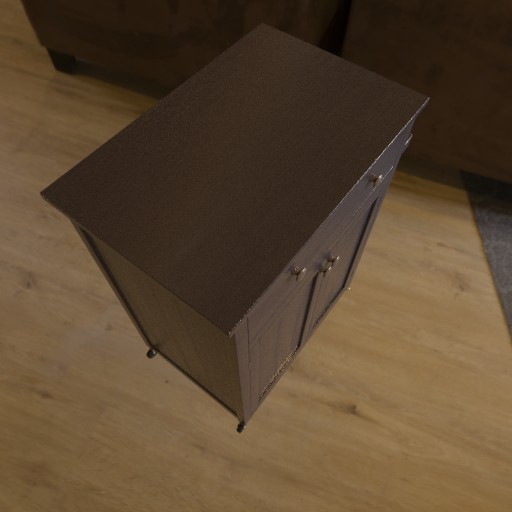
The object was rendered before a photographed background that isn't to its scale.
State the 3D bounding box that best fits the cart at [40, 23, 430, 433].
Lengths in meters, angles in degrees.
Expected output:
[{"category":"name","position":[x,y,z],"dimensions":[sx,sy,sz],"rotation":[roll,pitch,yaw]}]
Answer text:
[{"category":"cart","position":[0.000,0.000,1.235],"dimensions":[0.449,0.878,0.690],"rotation":[33,64,18]}]
